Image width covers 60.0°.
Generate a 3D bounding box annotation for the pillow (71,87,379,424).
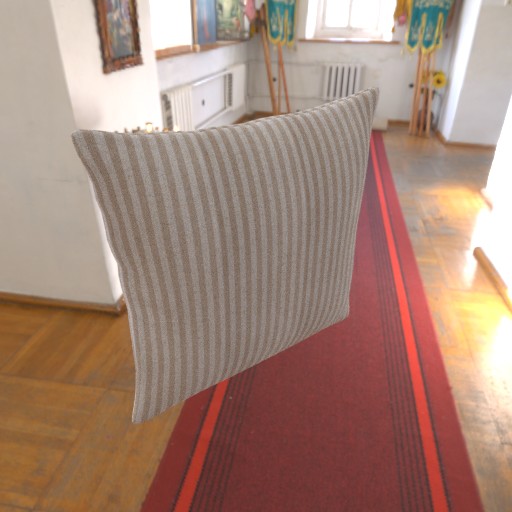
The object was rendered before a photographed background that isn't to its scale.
[{"bbox_3d":[0.000,0.000,0.767,0.523,0.510,0.166,-20,36,-30],"label":"pillow"}]
